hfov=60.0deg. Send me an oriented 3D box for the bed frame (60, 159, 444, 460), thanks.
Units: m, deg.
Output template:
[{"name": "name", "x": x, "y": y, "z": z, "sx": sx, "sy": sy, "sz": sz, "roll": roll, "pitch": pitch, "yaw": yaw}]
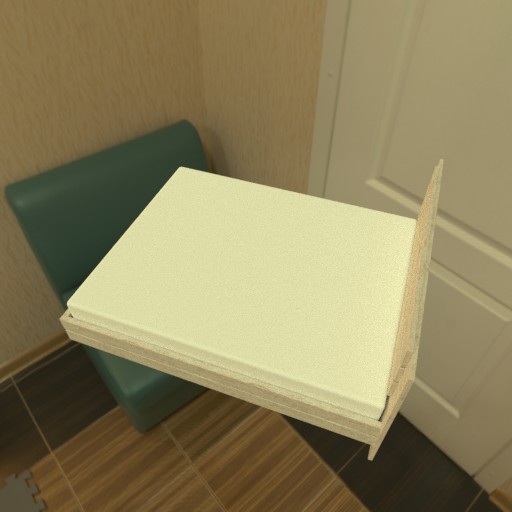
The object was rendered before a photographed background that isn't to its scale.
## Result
[{"name": "bed frame", "x": 0.000, "y": 0.000, "z": 3.039, "sx": 2.080, "sy": 0.970, "sz": 1.750, "roll": 15, "pitch": 48, "yaw": 14}]
